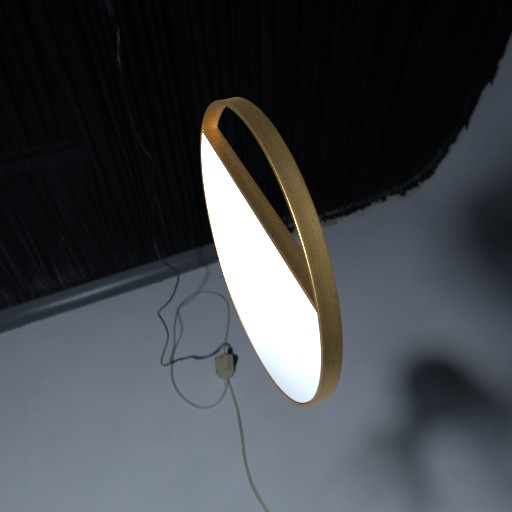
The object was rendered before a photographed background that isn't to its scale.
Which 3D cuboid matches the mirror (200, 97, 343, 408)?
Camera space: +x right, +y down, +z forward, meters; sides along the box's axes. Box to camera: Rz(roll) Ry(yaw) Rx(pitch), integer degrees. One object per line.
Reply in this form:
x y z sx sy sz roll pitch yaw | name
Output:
0.000 0.000 0.833 0.032 0.565 0.565 -17 48 -16 | mirror
